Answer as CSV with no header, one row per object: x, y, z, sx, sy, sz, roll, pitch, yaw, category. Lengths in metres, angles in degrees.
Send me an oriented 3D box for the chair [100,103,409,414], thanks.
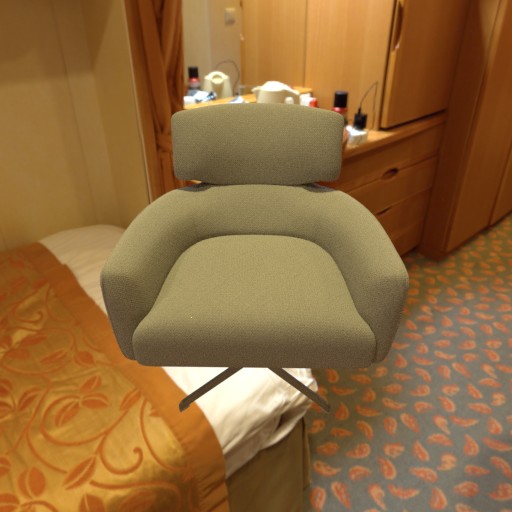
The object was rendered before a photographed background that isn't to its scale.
0.000,0.000,1.411,0.760,0.810,0.730,1,30,1,chair
